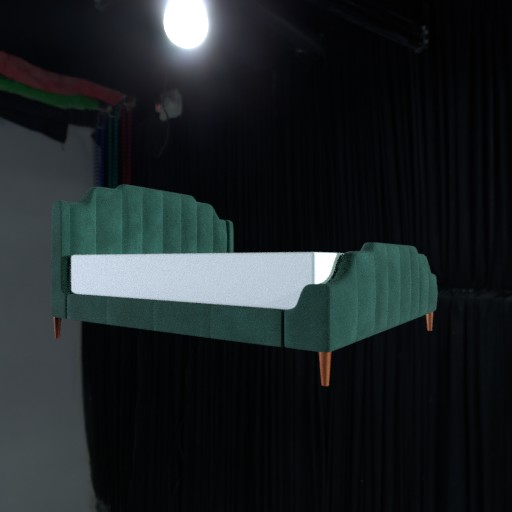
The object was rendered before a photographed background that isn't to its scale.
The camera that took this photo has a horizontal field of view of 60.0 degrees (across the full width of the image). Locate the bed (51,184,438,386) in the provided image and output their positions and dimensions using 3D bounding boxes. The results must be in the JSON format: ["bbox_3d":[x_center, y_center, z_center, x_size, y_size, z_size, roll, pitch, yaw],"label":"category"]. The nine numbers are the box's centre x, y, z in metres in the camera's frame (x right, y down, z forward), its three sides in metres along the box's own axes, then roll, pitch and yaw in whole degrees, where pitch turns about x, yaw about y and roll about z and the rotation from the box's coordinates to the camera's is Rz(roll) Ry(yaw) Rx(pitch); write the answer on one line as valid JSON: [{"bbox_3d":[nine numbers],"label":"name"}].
[{"bbox_3d":[0.000,0.000,3.531,2.340,1.245,2.074,0,-1,35],"label":"bed"}]
